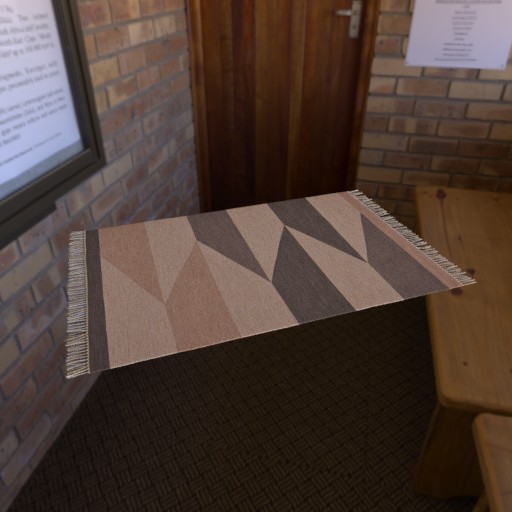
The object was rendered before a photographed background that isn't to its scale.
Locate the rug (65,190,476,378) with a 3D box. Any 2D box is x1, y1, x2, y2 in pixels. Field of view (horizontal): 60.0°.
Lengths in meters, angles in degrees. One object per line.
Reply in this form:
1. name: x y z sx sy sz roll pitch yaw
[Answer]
1. rug: 0.000 0.000 2.507 2.021 0.027 1.224 -10 34 -16
